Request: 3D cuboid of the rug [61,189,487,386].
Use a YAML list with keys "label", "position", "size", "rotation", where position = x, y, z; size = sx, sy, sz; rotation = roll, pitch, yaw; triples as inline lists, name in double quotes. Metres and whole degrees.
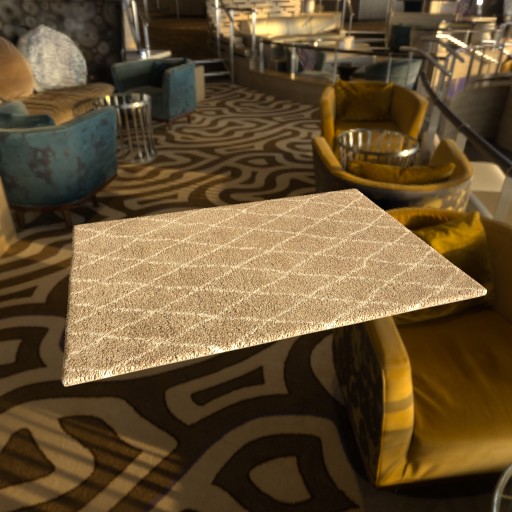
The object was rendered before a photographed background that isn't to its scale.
- label: "rug"
  position: [0.000, 0.000, 2.235]
  size: [1.778, 0.030, 1.219]
  rotation: [-9, 33, -15]
